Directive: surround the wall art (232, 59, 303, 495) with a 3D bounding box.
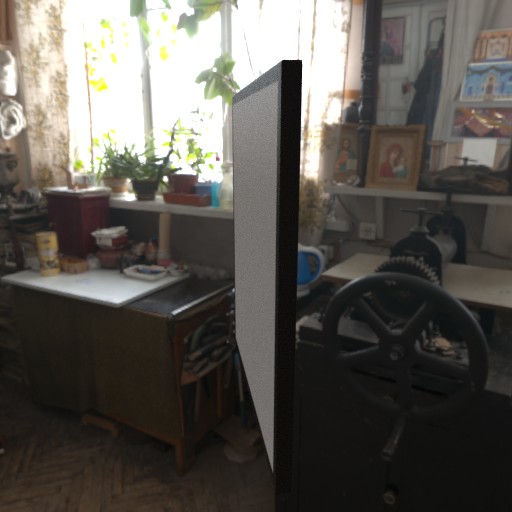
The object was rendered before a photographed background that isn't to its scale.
[{"bbox_3d":[0.000,0.000,0.699,0.021,0.509,0.430,-3,16,-9],"label":"wall art"}]
